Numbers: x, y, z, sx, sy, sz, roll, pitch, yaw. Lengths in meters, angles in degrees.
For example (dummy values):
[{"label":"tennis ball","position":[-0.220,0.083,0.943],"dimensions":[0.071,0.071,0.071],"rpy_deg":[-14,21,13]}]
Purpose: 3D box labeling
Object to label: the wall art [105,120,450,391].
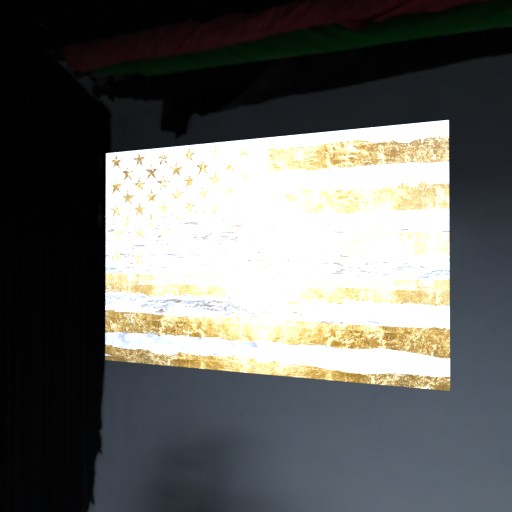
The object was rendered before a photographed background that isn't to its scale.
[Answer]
[{"label":"wall art","position":[0.000,0.000,1.165],"dimensions":[0.932,0.610,0.027],"rpy_deg":[0,-1,20]}]
